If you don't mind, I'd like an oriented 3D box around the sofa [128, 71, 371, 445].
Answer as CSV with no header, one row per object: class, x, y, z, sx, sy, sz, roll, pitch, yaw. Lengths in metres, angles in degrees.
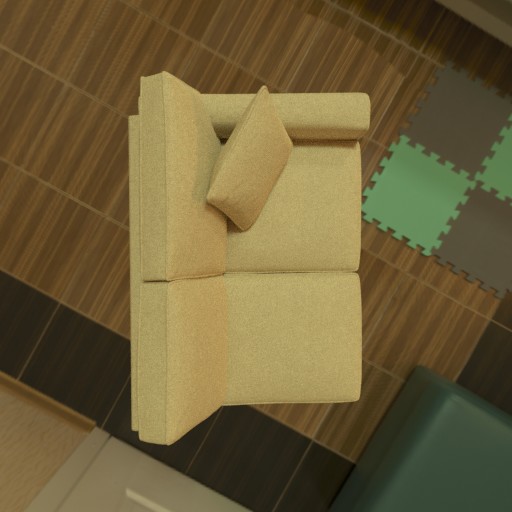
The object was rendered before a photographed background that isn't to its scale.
sofa,0.000,0.000,2.035,0.991,0.989,1.388,0,92,-1
